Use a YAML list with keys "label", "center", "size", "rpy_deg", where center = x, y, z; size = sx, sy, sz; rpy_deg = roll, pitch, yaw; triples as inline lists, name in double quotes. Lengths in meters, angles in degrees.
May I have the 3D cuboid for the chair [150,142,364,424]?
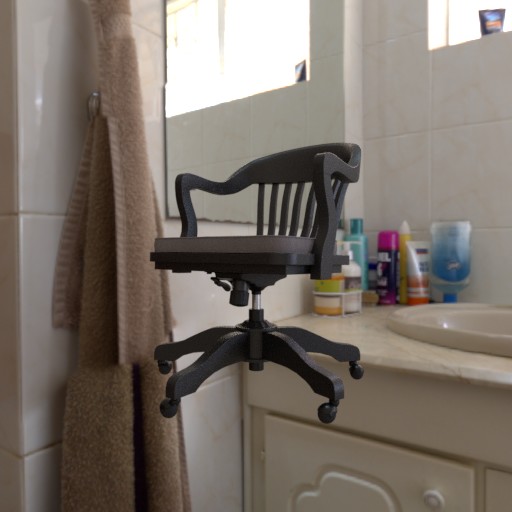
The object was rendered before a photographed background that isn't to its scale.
- label: "chair"
  center: [0.000, 0.000, 1.490]
  size: [0.750, 0.878, 0.788]
  rpy_deg: [1, 1, 37]
